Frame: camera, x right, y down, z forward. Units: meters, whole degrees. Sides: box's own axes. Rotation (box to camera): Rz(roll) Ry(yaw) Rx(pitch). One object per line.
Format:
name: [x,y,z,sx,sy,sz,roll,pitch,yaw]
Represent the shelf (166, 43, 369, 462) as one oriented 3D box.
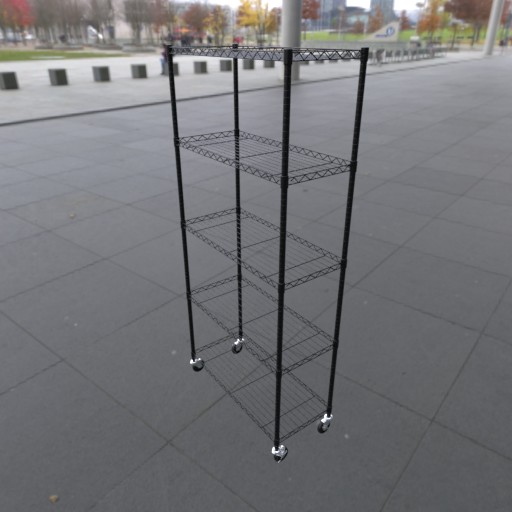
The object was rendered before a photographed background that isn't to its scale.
shelf: [0.000,0.000,1.918,0.356,1.645,0.762,-18,32,-32]
